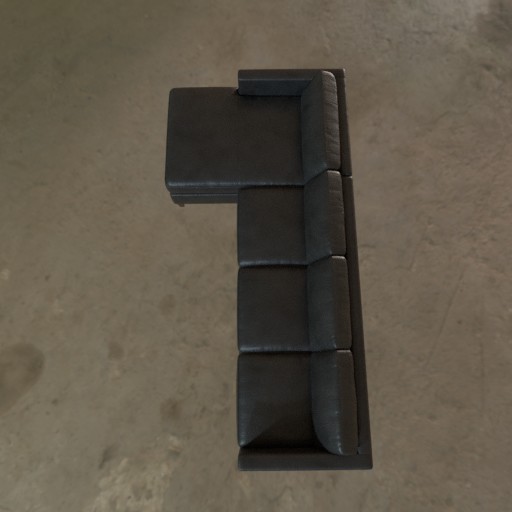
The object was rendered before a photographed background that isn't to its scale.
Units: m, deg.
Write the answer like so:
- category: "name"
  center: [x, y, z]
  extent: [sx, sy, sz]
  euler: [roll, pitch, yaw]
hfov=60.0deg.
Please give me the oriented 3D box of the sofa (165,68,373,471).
- category: "sofa"
  center: [0.000, 0.000, 3.723]
  extent: [1.581, 0.883, 3.203]
  euler: [-1, 75, 0]
